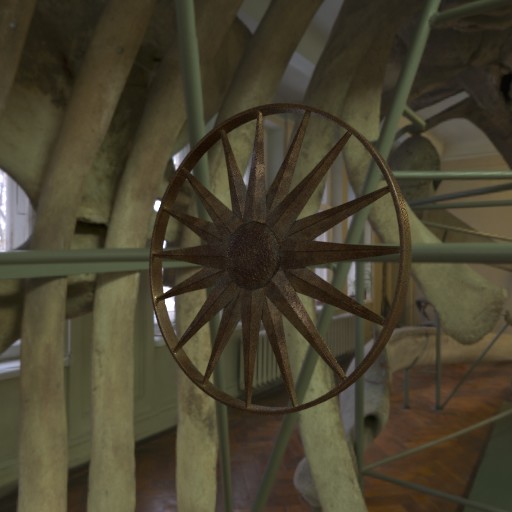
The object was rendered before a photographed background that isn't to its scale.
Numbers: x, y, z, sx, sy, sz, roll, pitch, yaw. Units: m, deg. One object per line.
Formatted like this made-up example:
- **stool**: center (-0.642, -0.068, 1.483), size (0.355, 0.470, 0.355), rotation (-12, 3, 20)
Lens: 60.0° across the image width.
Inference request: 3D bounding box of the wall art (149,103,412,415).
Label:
- **wall art**: center (0.000, 0.000, 0.853), size (0.582, 0.583, 0.084), rotation (0, 0, 36)
